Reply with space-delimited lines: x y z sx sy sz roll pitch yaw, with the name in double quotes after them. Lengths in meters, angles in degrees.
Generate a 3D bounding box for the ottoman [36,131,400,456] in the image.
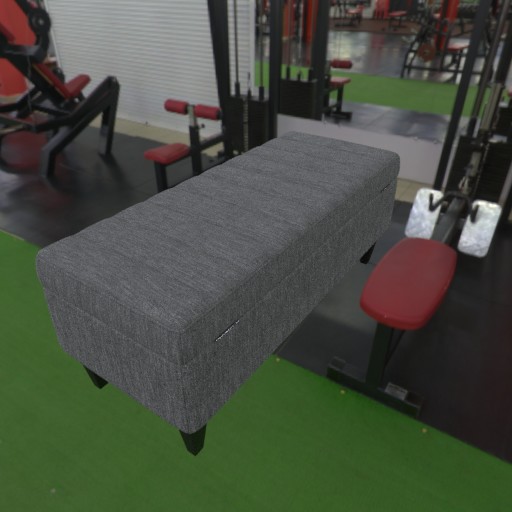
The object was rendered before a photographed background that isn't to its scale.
0.000 0.000 1.408 0.482 0.469 1.151 21 38 29 "ottoman"
